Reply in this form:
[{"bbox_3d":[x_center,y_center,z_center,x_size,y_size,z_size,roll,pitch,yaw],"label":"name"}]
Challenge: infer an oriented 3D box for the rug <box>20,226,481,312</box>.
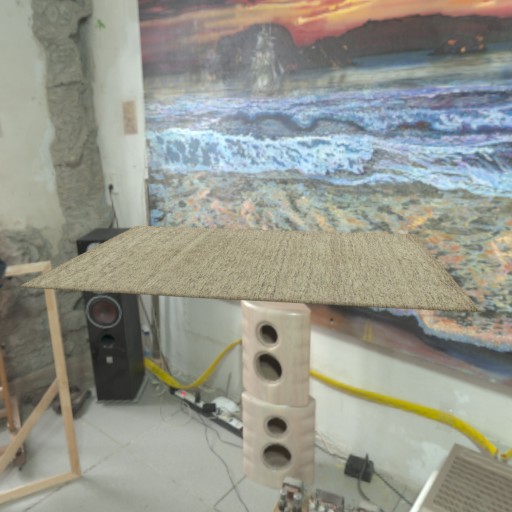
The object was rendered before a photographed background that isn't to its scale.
[{"bbox_3d":[0.000,0.000,2.301,1.822,0.018,1.211,2,16,8],"label":"rug"}]
